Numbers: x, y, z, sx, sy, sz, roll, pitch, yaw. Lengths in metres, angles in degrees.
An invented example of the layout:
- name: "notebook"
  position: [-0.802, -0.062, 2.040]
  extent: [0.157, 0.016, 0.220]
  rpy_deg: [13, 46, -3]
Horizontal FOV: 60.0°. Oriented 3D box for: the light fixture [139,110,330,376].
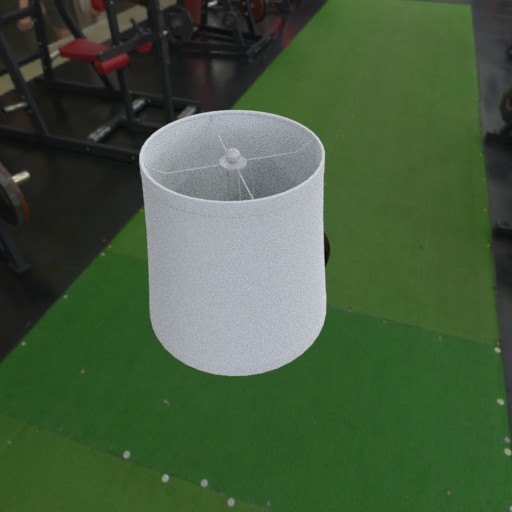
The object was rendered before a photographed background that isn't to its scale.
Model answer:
- name: "light fixture"
  position: [0.000, 0.000, 0.268]
  extent: [0.100, 0.172, 0.157]
  rpy_deg: [14, 44, 15]
